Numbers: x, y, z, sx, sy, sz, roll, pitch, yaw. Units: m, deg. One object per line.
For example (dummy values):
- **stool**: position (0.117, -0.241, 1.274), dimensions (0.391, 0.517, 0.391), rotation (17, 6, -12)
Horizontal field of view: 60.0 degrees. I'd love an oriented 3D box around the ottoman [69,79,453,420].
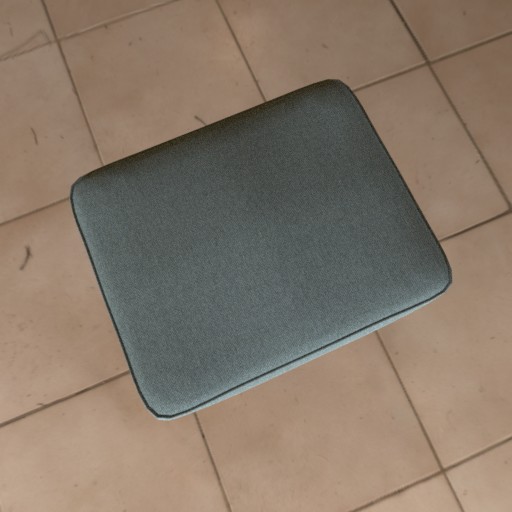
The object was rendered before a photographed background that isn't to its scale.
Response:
- **ottoman**: position (0.000, 0.000, 1.164), dimensions (0.738, 0.537, 0.589), rotation (-23, 77, -6)
